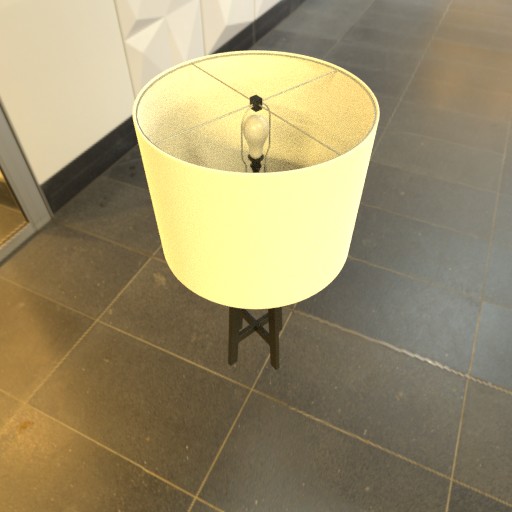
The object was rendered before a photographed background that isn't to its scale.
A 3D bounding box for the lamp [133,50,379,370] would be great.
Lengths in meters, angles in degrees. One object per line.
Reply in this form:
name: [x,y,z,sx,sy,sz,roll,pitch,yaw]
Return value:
lamp: [0.000,0.000,0.646,0.257,0.489,0.257,4,47,4]
